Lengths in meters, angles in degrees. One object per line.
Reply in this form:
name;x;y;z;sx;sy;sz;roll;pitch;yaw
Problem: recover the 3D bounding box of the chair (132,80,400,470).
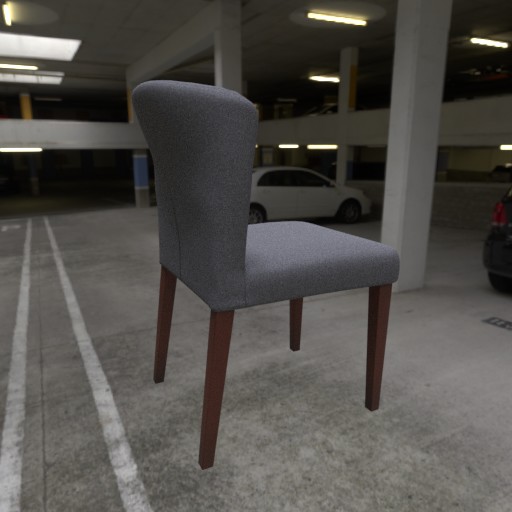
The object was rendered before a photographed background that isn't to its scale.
chair;0.000;0.000;1.191;0.592;0.839;0.491;-7;16;-26
